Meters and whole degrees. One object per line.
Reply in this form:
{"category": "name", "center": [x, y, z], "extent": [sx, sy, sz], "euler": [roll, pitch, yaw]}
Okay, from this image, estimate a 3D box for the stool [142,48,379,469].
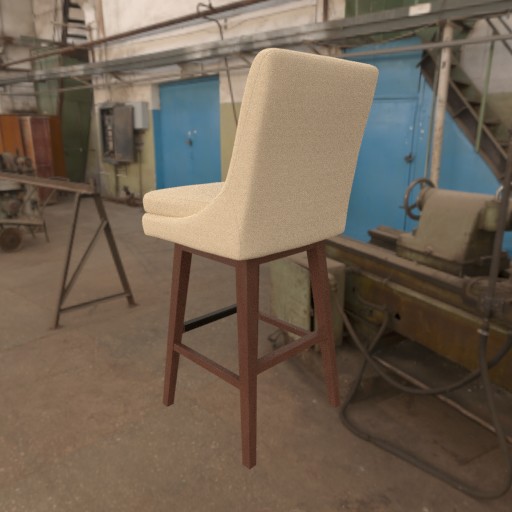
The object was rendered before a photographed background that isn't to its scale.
{"category": "stool", "center": [0.000, 0.000, 1.381], "extent": [0.483, 1.093, 0.559], "euler": [-15, 22, -42]}
